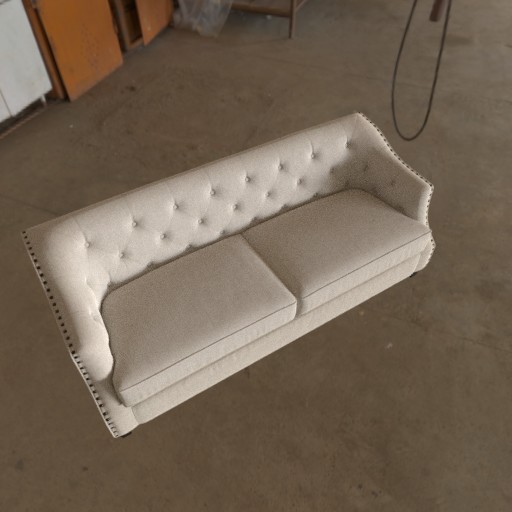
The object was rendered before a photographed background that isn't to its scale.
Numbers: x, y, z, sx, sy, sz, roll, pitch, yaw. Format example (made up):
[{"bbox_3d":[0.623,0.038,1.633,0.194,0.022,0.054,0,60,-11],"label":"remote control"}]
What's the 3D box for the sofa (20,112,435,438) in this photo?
[{"bbox_3d":[0.000,0.000,2.652,2.235,0.901,0.914,-25,52,-21],"label":"sofa"}]
